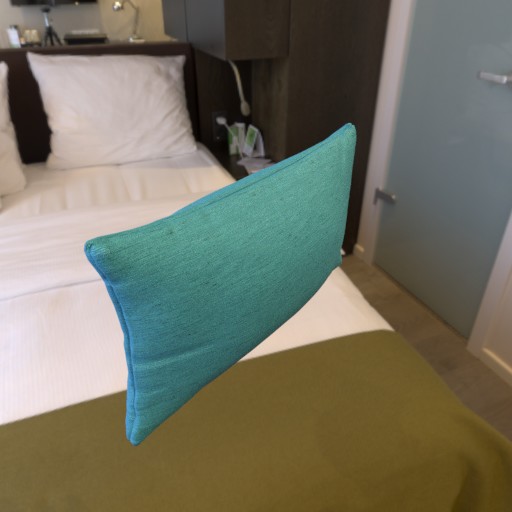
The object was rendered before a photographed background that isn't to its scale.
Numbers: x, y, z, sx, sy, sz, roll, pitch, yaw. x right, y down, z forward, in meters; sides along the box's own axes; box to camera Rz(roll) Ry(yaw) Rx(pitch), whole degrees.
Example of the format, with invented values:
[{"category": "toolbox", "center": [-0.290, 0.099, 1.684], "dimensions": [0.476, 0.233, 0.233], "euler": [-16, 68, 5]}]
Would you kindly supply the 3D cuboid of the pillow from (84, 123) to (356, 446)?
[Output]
[{"category": "pillow", "center": [0.000, 0.000, 0.781], "dimensions": [0.210, 0.338, 0.633], "euler": [22, 38, 31]}]
